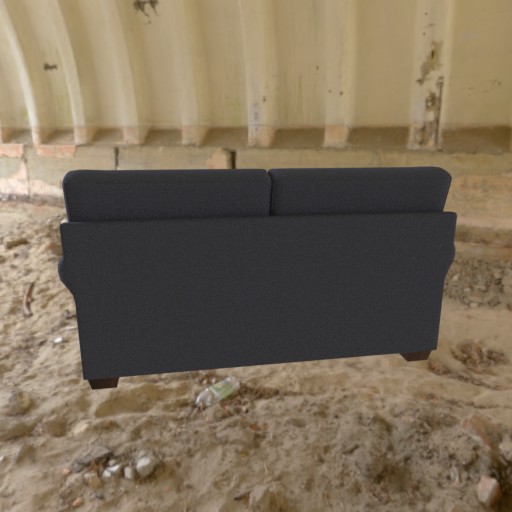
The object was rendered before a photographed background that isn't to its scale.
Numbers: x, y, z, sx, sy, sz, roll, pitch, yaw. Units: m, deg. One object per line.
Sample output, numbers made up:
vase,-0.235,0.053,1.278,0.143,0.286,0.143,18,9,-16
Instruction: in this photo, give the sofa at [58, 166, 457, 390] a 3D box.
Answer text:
sofa,0.000,0.000,2.517,1.930,1.020,0.940,-2,15,-10
